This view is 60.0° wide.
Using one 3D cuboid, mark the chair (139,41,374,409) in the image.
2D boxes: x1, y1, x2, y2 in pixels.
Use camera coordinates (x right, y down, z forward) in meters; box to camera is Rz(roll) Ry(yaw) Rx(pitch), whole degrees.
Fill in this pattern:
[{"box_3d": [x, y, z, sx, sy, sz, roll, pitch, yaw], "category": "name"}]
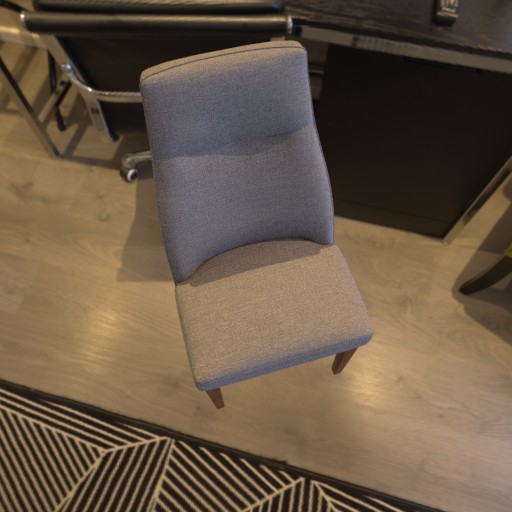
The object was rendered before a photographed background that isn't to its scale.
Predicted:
[{"box_3d": [0.000, 0.000, 1.261, 0.500, 0.930, 0.620, -14, 65, -7], "category": "chair"}]
